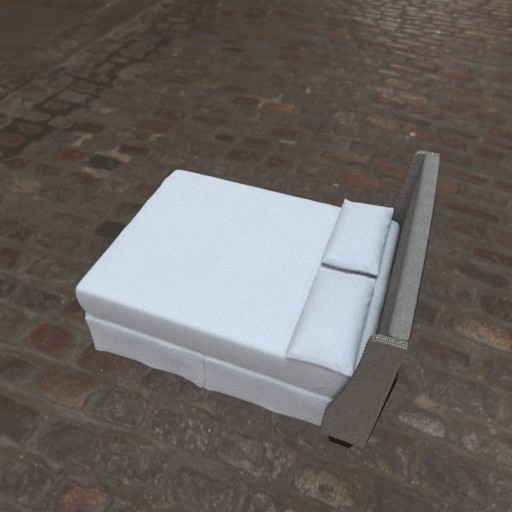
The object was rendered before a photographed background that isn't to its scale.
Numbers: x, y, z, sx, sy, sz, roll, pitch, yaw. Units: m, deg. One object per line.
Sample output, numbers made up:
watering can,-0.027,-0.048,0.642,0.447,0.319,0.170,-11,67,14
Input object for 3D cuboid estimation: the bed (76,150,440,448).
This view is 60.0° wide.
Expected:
bed,0.000,0.000,3.325,2.237,1.407,1.710,16,49,14
